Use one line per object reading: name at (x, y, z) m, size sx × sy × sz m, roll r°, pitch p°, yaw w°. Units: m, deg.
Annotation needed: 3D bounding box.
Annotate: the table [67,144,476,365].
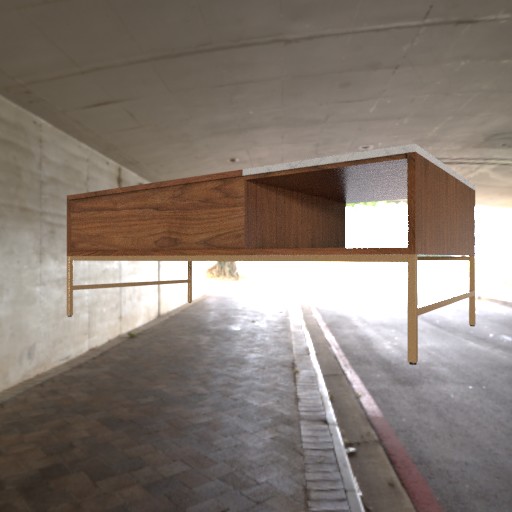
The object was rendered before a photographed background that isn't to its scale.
table at (0.000, 0.000, 1.875) m, size 1.553 × 0.551 × 0.789 m, roll 0°, pitch 0°, yaw 36°
